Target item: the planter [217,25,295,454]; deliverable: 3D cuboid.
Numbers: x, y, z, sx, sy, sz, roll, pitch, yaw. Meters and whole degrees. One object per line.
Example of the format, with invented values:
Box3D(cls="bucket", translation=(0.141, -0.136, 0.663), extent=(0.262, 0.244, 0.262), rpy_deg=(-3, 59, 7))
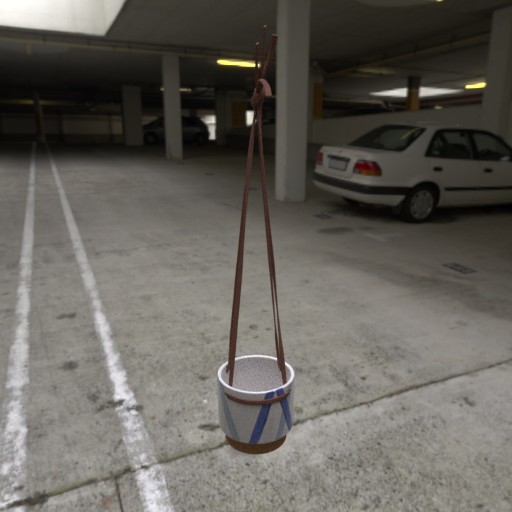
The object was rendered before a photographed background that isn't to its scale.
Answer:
Box3D(cls="planter", translation=(0.000, 0.000, 0.817), extent=(0.153, 0.753, 0.157), rpy_deg=(-7, 16, -25))
